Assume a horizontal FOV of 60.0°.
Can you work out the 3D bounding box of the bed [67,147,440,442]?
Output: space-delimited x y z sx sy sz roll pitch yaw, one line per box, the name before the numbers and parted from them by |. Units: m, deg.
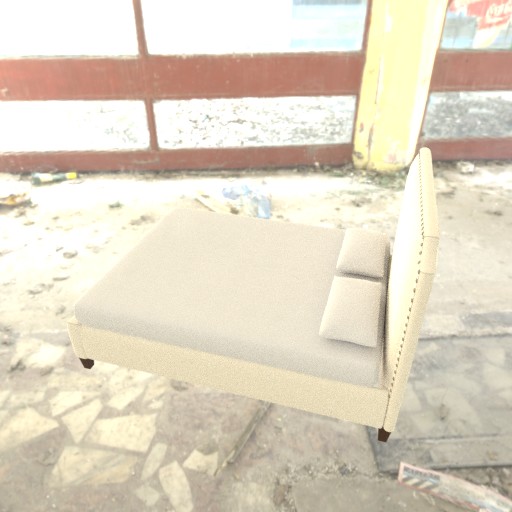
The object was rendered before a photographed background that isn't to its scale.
bed | 0.000 0.000 3.433 2.372 1.497 1.712 9 33 14
